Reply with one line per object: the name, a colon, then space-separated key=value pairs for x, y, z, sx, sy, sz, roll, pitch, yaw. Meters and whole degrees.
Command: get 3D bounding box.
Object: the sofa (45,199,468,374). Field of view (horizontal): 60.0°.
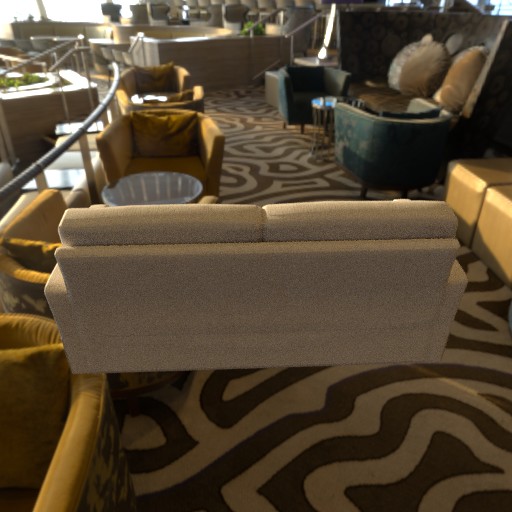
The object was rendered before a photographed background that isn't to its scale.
sofa: x=0.000 y=0.000 z=2.257 sx=1.808 sy=0.831 sz=0.894 roll=-1 pitch=30 yaw=-2
